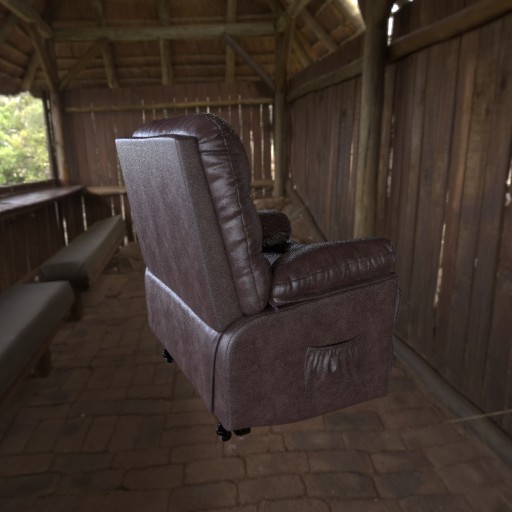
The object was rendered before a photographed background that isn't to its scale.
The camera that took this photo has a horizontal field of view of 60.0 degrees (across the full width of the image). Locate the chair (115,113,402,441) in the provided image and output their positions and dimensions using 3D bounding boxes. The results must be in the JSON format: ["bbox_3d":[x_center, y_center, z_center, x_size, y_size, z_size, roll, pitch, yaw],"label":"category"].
[{"bbox_3d":[0.000,0.000,1.753,0.879,1.041,0.940,-7,16,-27],"label":"chair"}]
